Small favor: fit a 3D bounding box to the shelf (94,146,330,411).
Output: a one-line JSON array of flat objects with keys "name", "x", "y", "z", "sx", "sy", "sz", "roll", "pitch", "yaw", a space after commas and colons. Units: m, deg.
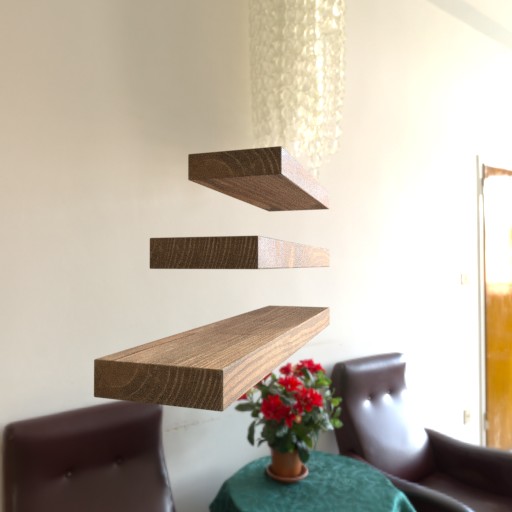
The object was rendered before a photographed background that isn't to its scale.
[{"name": "shelf", "x": 0.000, "y": 0.000, "z": 0.713, "sx": 0.140, "sy": 0.293, "sz": 0.610, "roll": 0, "pitch": -1, "yaw": 18}]
